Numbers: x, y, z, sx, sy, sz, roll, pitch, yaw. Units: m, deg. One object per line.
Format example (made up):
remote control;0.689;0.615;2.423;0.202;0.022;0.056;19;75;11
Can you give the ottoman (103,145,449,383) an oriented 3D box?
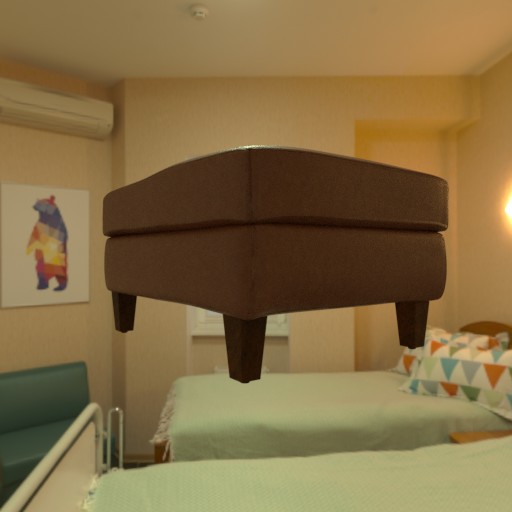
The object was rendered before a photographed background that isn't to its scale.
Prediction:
ottoman;0.000;0.000;1.282;0.650;0.485;0.851;0;0;-36
